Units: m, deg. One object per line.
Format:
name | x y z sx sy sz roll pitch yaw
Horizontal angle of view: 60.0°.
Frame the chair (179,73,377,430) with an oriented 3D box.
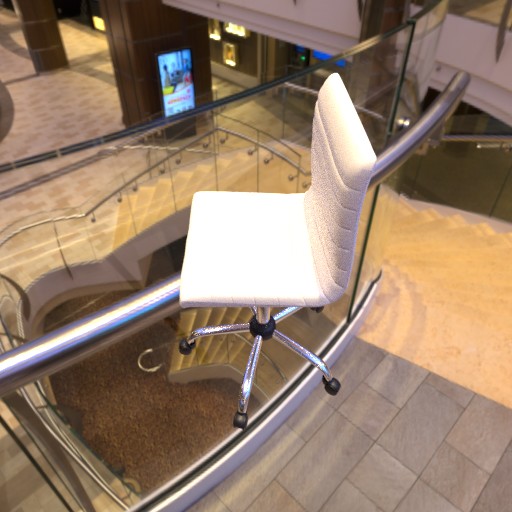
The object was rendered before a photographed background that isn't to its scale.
chair | 0.000 0.000 1.072 0.455 0.750 0.520 -1 42 -1
